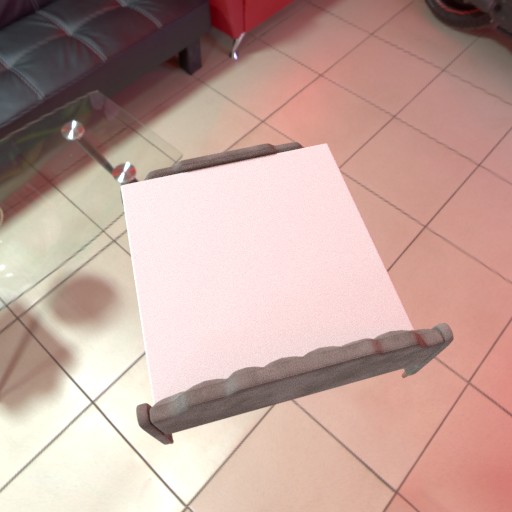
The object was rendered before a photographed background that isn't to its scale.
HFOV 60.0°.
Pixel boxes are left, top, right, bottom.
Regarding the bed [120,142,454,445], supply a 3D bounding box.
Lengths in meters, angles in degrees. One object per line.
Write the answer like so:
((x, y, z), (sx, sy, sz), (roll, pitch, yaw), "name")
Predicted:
((0.000, 0.000, 3.659), (2.074, 1.245, 2.340), (-13, 61, -7), "bed")
